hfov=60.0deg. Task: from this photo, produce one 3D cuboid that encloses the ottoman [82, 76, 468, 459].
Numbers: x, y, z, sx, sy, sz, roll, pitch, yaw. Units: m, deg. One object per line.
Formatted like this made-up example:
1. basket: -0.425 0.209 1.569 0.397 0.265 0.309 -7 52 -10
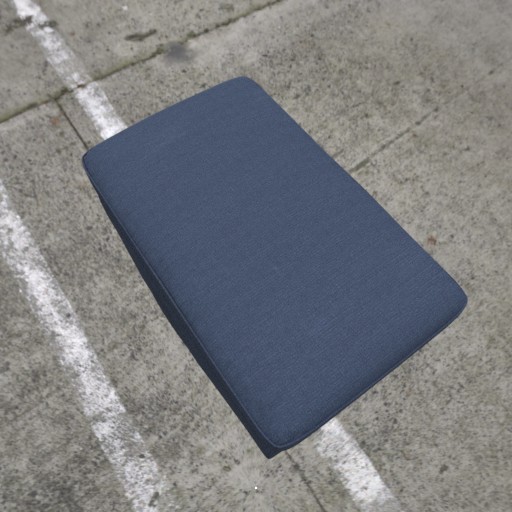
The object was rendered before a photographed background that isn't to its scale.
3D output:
1. ottoman: 0.000 0.000 1.201 0.570 0.438 0.885 -32 67 -16
